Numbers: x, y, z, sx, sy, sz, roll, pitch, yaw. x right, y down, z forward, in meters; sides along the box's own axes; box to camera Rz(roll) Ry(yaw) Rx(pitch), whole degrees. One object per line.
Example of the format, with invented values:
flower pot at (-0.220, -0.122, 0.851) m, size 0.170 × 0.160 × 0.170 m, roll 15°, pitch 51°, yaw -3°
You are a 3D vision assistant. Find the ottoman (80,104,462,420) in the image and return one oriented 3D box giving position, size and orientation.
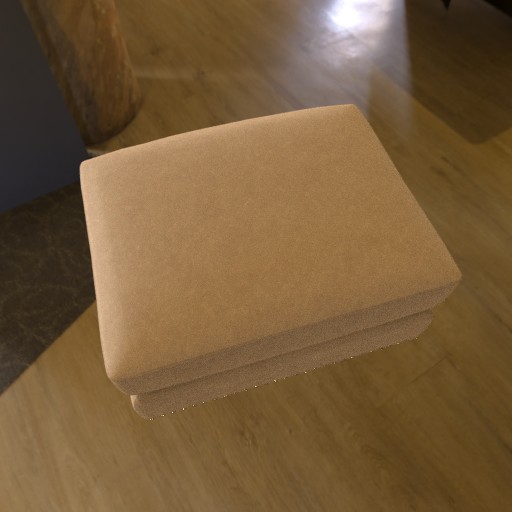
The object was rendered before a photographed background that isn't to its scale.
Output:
ottoman at (0.000, 0.000, 1.146) m, size 0.741 × 0.513 × 0.584 m, roll -15°, pitch 60°, yaw -9°
